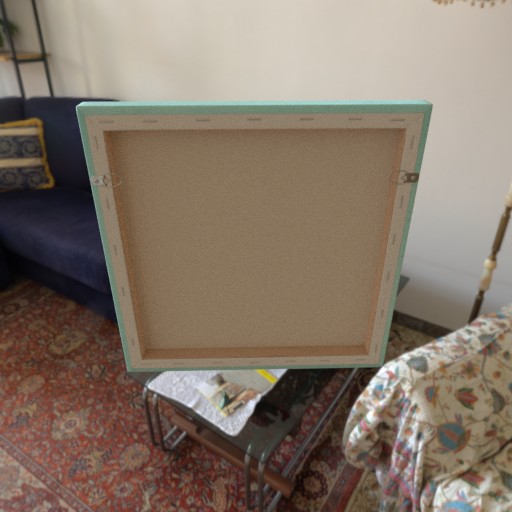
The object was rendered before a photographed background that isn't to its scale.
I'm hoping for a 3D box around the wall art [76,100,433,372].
[{"bbox_3d":[0.000,0.000,1.153,0.765,0.766,0.054,-1,30,-2],"label":"wall art"}]
